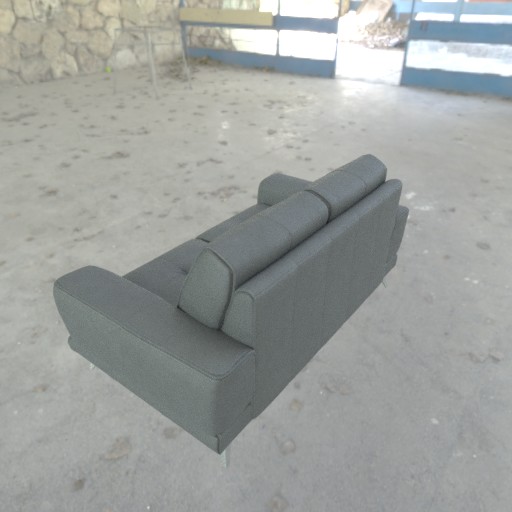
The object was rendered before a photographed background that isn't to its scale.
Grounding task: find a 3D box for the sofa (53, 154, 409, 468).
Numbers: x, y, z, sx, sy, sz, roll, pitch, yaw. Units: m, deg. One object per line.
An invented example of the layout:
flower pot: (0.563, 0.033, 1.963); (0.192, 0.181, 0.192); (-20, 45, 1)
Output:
sofa: (0.000, 0.000, 2.376); (1.018, 0.907, 1.806); (21, 37, 31)
